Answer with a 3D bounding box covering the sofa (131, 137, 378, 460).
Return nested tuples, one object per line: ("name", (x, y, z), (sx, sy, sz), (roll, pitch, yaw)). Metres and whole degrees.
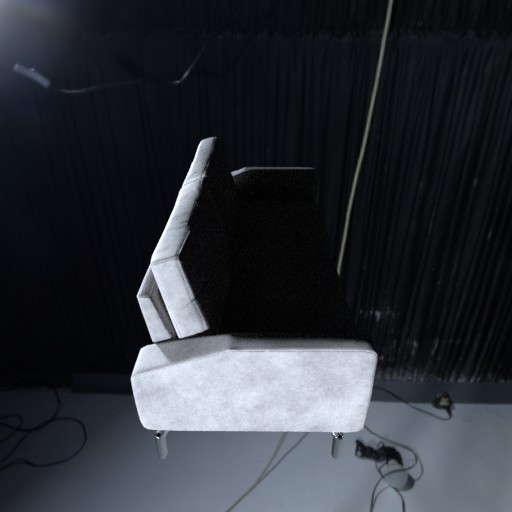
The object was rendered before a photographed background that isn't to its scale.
("sofa", (0.000, 0.000, 2.320), (0.849, 0.859, 1.837), (0, 30, 0))
